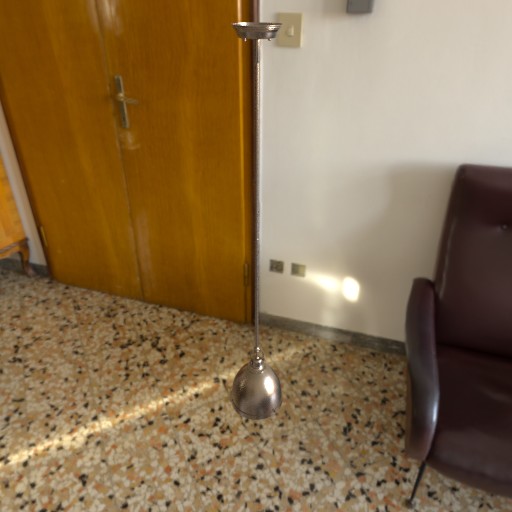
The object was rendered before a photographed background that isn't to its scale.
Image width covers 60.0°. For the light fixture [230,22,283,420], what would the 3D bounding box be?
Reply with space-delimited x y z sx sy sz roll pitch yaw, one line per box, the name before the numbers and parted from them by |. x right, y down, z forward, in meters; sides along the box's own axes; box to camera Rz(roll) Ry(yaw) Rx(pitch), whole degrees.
light fixture | 0.000 0.000 1.472 0.217 1.367 0.211 -9 32 -14
